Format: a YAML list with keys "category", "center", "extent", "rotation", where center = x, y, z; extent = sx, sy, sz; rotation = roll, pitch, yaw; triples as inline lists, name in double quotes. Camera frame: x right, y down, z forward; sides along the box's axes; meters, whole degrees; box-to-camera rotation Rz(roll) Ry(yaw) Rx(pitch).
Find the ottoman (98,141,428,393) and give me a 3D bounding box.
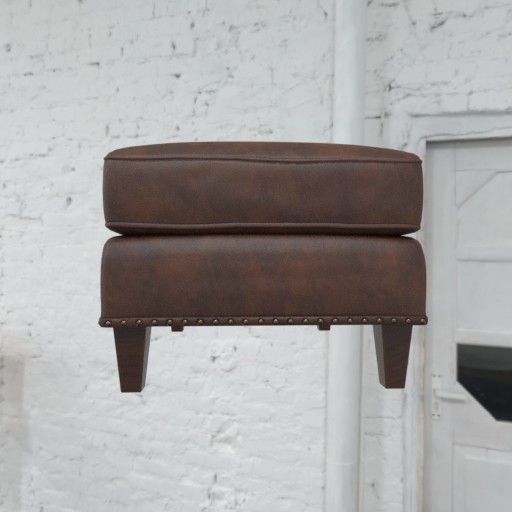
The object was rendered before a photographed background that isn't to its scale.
- category: "ottoman"
  center: [0.000, 0.000, 1.133]
  extent: [0.586, 0.486, 0.742]
  rotation: [0, 0, -3]
